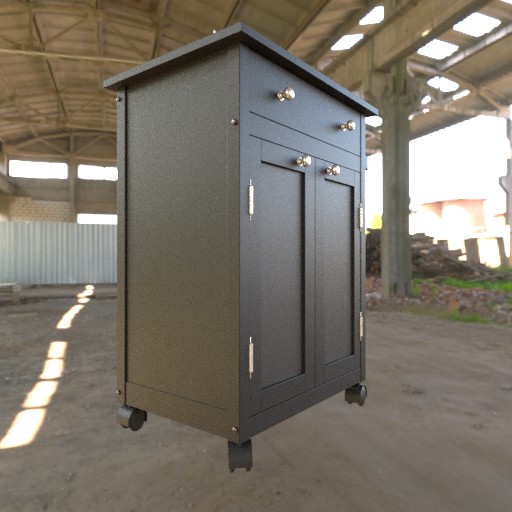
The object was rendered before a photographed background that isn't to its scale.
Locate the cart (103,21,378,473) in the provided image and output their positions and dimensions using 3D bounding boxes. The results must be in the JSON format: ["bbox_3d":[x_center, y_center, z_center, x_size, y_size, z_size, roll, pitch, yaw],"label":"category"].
[{"bbox_3d":[0.000,0.000,1.229,0.456,0.879,0.660,0,0,38],"label":"cart"}]
